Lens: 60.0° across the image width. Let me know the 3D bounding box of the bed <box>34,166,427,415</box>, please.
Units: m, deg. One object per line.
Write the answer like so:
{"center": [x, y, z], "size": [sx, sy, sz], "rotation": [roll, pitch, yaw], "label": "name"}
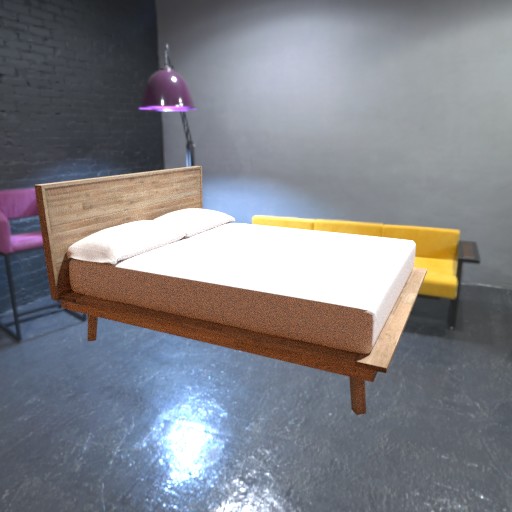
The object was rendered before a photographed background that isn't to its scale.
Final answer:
{"center": [0.000, 0.000, 3.134], "size": [2.145, 1.071, 1.759], "rotation": [8, 17, 25], "label": "bed"}
